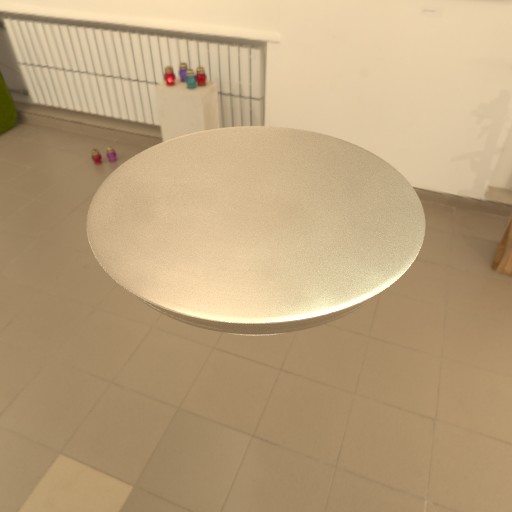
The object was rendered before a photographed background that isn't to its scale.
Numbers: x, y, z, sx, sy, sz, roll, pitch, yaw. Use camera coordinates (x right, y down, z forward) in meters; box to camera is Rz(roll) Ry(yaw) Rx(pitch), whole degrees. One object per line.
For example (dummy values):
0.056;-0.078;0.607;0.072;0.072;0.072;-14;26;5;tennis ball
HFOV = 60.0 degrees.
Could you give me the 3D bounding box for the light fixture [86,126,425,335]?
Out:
0.000;0.000;0.424;0.280;0.135;0.280;0;41;0;light fixture
